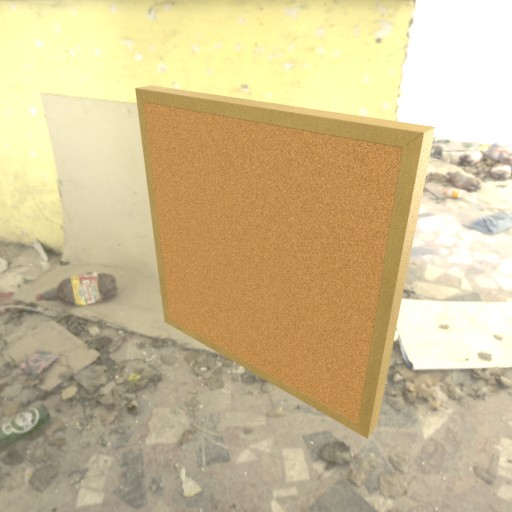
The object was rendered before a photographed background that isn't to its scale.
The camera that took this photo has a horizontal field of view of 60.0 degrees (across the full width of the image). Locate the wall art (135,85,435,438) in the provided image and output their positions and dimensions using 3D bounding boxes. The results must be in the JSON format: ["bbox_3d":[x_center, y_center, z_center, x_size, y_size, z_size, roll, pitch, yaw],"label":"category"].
[{"bbox_3d":[0.000,0.000,0.768,0.508,0.508,0.038,21,36,33],"label":"wall art"}]
